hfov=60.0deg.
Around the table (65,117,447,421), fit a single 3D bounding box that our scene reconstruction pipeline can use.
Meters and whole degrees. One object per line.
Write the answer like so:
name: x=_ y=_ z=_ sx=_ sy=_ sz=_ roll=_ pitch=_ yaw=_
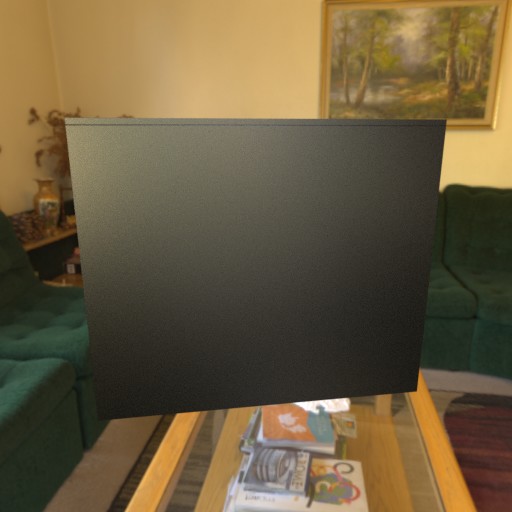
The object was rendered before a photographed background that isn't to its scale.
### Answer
table: x=0.000 y=0.000 z=1.352 sx=0.930 sy=0.790 sz=0.380 roll=-2 pitch=16 yaw=-8
